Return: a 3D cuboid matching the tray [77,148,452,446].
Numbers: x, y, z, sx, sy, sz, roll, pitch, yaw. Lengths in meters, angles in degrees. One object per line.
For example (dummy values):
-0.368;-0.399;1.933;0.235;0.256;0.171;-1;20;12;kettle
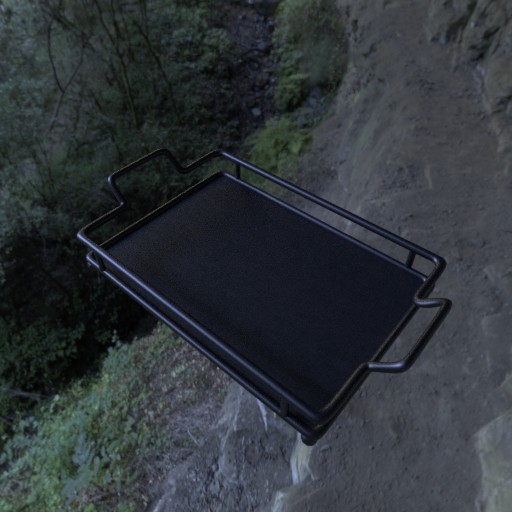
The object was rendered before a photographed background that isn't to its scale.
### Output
0.000;0.000;0.614;0.495;0.101;0.297;32;53;27;tray
